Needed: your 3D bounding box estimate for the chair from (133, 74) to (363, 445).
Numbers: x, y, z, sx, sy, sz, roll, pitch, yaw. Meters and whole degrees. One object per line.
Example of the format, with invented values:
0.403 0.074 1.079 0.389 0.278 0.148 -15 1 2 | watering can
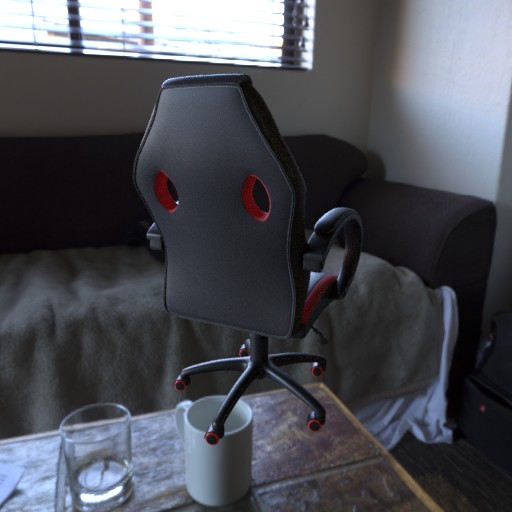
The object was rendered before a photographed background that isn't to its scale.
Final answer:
0.000 0.000 1.645 0.673 1.187 0.724 8 18 25 | chair
